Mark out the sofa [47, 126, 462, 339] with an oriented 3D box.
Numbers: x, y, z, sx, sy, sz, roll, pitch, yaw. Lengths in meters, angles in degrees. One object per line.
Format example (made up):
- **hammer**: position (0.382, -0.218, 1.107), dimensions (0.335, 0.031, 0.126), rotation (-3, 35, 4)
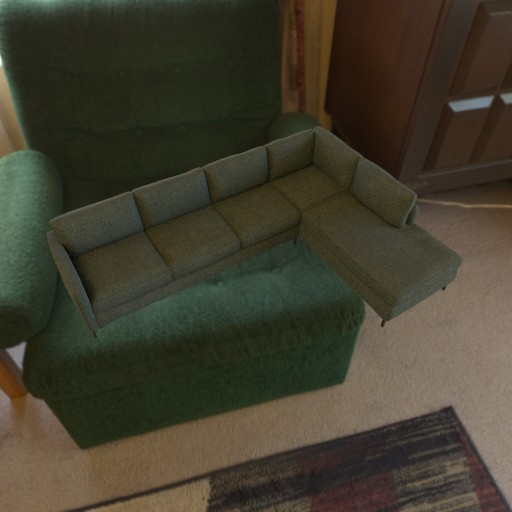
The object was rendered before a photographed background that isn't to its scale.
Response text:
- **sofa**: position (0.000, 0.000, 3.789), dimensions (2.949, 0.815, 2.007), rotation (-24, 51, -22)
